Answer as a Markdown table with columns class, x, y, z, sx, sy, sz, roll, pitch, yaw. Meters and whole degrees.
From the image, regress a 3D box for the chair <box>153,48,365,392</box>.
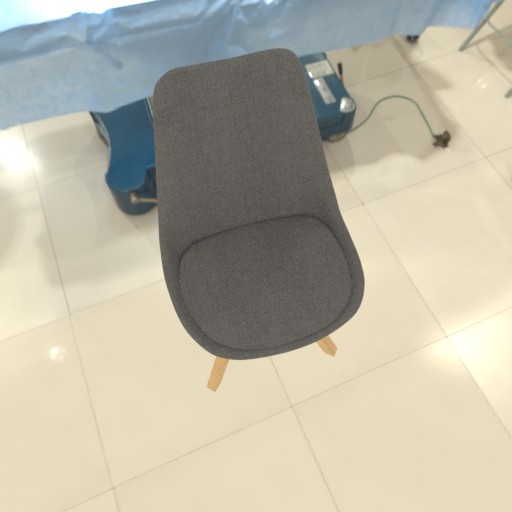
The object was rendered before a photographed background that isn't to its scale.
| class | x | y | z | sx | sy | sz | roll | pitch | yaw |
| --- | --- | --- | --- | --- | --- | --- | --- | --- | --- |
| chair | 0.000 | 0.000 | 1.191 | 0.485 | 0.850 | 0.550 | -15 | 65 | -7 |
